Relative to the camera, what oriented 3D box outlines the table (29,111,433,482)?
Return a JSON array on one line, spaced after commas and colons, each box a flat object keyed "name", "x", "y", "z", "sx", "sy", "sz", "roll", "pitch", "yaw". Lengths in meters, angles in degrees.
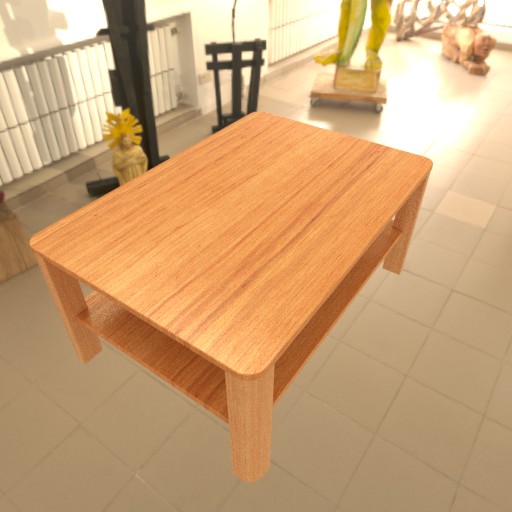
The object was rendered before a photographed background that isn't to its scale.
[{"name": "table", "x": 0.000, "y": 0.000, "z": 1.384, "sx": 0.696, "sy": 0.445, "sz": 0.997, "roll": 24, "pitch": 46, "yaw": 26}]
